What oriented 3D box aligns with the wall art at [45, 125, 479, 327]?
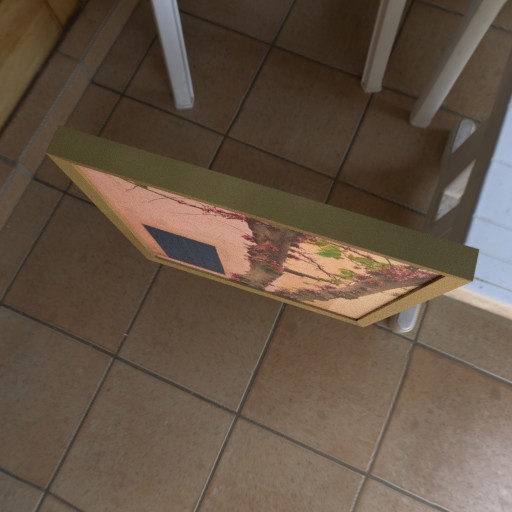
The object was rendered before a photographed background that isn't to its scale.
[{"bbox_3d":[0.000,0.000,0.751,0.507,0.508,0.038,17,76,4],"label":"wall art"}]
